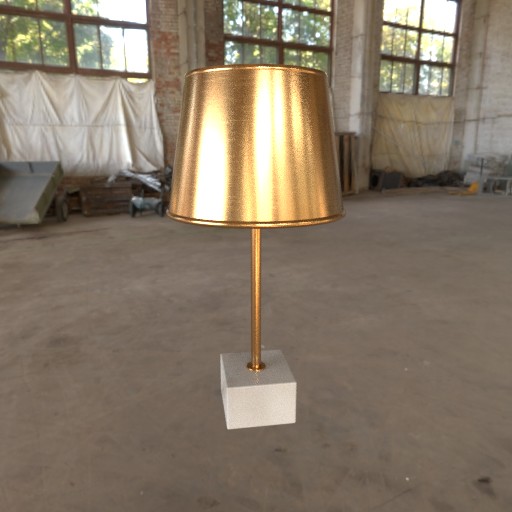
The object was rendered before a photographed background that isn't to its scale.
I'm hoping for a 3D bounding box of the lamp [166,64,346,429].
[{"bbox_3d":[0.000,0.000,0.535,0.208,0.406,0.208,0,14,0],"label":"lamp"}]
